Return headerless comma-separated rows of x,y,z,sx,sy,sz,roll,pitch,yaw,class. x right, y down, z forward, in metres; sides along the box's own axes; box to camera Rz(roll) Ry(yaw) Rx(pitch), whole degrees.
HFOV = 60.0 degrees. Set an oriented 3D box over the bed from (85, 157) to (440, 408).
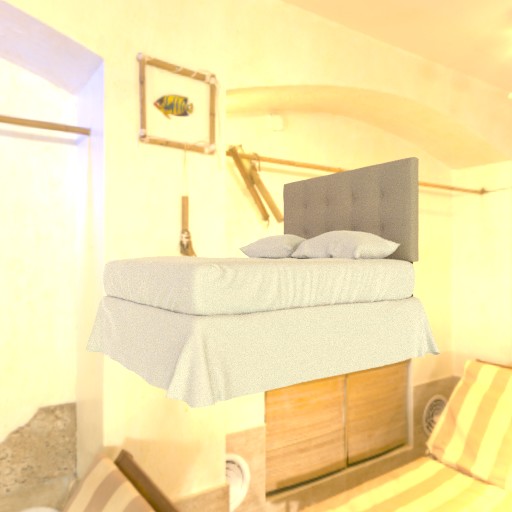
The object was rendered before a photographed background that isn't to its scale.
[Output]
0.000,0.000,3.584,2.222,1.577,1.936,0,0,-36,bed
